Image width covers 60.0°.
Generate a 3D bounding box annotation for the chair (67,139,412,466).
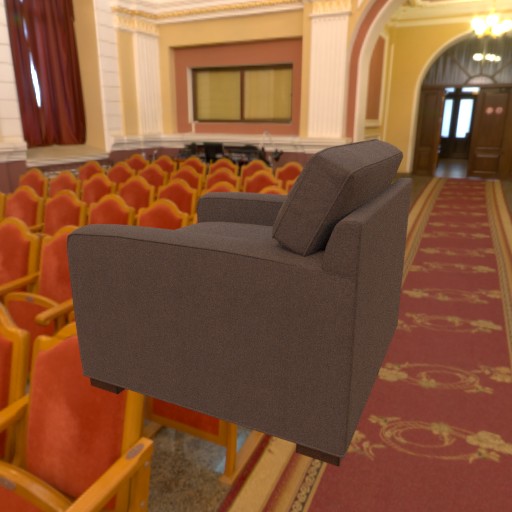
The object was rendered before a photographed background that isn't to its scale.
[{"bbox_3d":[0.000,0.000,1.802,1.043,0.913,0.997,8,19,25],"label":"chair"}]
